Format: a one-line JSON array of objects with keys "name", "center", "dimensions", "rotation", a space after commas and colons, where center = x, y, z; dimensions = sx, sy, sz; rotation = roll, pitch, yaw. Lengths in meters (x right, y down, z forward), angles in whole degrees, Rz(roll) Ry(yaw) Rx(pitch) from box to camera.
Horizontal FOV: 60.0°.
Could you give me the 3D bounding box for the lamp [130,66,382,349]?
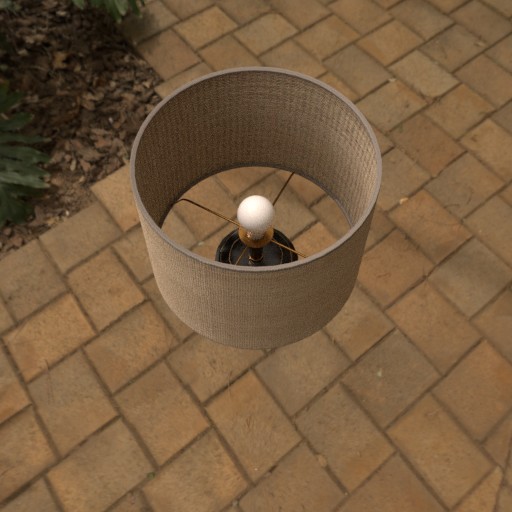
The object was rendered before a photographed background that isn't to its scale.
[{"name": "lamp", "center": [0.000, 0.000, 0.840], "dimensions": [0.376, 0.594, 0.376], "rotation": [0, 64, 0]}]
